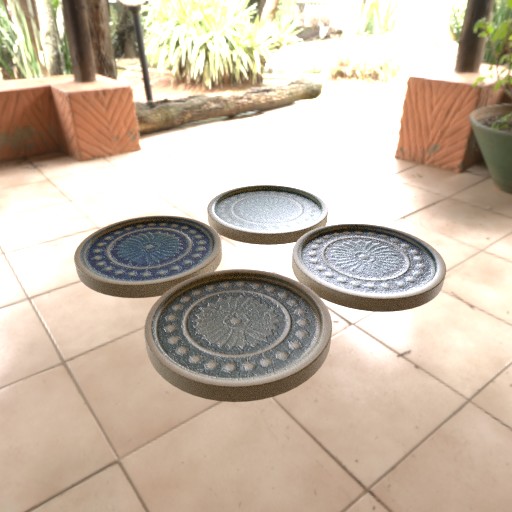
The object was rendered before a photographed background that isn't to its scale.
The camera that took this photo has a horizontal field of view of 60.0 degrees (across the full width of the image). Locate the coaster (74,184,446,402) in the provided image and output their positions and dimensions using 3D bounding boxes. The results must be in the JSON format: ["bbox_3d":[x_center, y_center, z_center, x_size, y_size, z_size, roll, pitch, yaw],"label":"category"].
[{"bbox_3d":[0.000,0.000,0.330,0.224,0.010,0.220,-22,37,-33],"label":"coaster"}]
